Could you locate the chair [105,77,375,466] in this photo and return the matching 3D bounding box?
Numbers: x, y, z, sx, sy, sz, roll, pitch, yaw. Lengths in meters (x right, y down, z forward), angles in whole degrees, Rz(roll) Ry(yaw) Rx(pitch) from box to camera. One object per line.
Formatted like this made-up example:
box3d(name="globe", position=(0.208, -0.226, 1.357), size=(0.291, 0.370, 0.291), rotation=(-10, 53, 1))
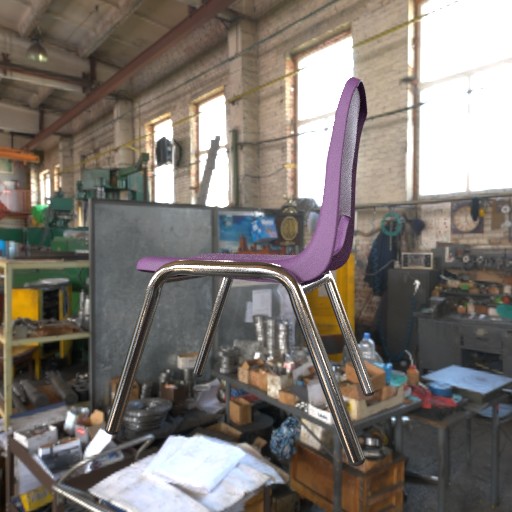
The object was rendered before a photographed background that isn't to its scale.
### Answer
box3d(name="chair", position=(0.000, 0.000, 0.827), size=(0.419, 0.584, 0.356), rotation=(0, 2, 17))
